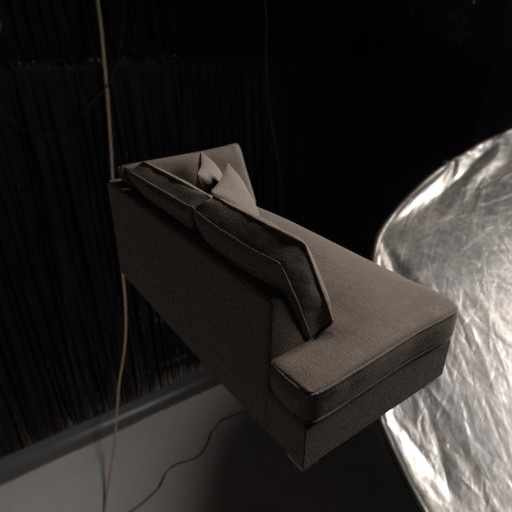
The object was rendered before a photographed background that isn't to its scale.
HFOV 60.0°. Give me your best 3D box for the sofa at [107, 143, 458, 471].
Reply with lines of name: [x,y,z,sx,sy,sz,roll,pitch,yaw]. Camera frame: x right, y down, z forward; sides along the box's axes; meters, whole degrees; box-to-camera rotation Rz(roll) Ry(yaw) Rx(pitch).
sofa: [0.000,0.000,2.821,1.110,1.033,2.237,-18,32,-31]
